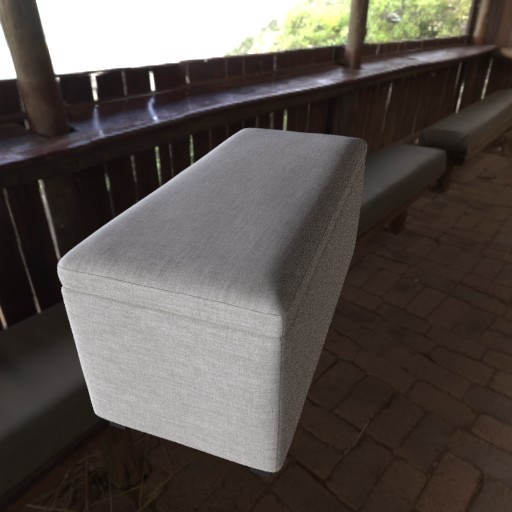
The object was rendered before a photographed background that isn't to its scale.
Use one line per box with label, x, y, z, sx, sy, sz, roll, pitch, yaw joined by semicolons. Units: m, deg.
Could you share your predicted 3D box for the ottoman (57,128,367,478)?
ottoman;0.000;0.000;1.117;0.419;0.432;0.902;10;32;17
